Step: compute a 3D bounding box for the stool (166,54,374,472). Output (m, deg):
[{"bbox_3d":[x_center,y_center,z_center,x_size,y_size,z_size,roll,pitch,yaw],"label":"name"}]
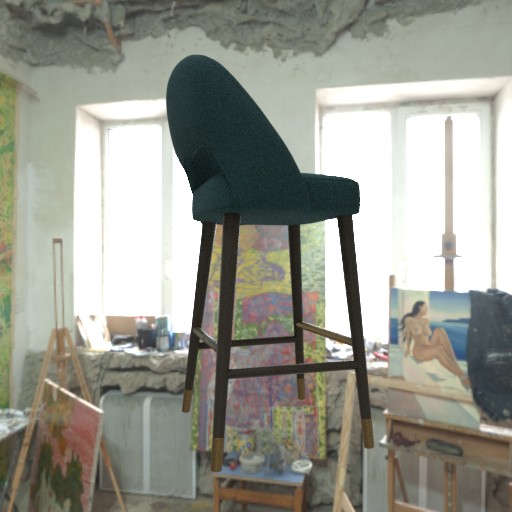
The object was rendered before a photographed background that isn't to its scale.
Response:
[{"bbox_3d":[0.000,0.000,1.325,0.522,1.032,0.536,0,0,-18],"label":"stool"}]
